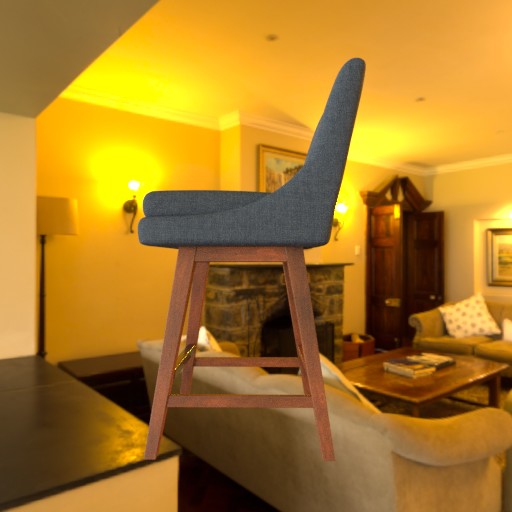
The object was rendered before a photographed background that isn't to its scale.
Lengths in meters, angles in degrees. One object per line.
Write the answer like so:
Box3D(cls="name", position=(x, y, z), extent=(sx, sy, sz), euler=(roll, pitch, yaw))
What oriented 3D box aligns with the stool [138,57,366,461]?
Box3D(cls="stool", position=(0.000, 0.000, 1.191), extent=(0.524, 0.895, 0.467), euler=(0, 0, 1))
